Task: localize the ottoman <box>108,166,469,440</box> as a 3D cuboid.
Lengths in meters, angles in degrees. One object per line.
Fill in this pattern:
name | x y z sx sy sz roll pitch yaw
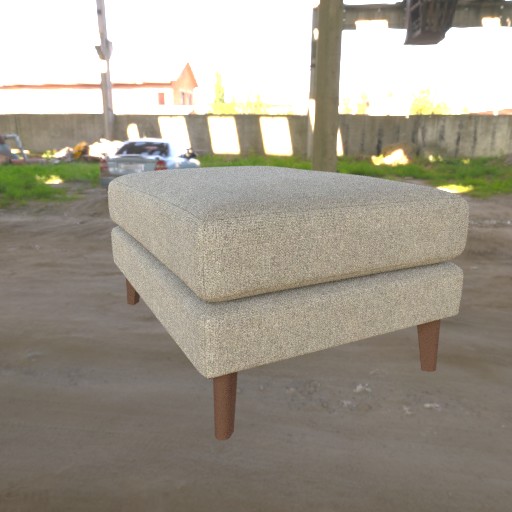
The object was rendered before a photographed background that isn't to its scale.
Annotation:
ottoman | 0.000 0.000 1.175 0.611 0.441 0.821 -8 17 -26
